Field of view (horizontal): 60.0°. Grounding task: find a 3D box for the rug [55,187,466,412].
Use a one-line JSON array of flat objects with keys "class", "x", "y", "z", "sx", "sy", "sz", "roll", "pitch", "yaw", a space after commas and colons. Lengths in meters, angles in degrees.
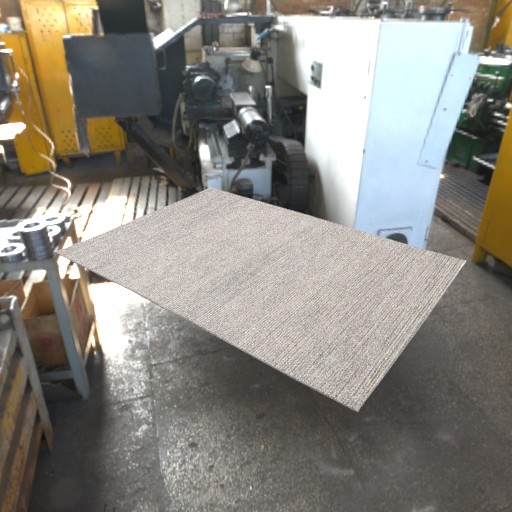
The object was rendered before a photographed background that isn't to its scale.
[{"class": "rug", "x": 0.000, "y": 0.000, "z": 3.006, "sx": 2.307, "sy": 0.030, "sz": 1.604, "roll": 21, "pitch": 35, "yaw": 32}]
